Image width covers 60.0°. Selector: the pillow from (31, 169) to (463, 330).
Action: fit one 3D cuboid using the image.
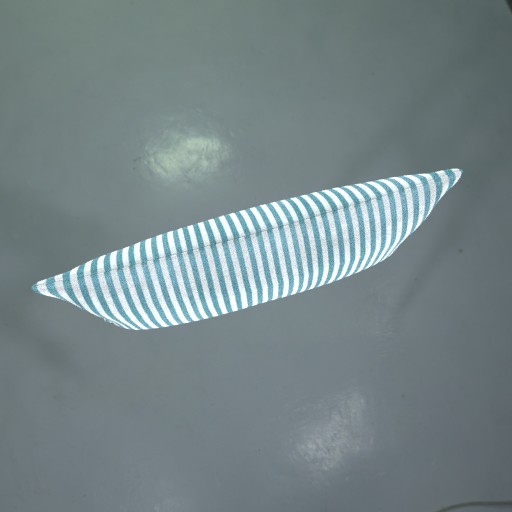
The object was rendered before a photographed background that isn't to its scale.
[{"bbox_3d":[0.000,0.000,0.746,0.617,0.295,0.151,-16,74,-5],"label":"pillow"}]
